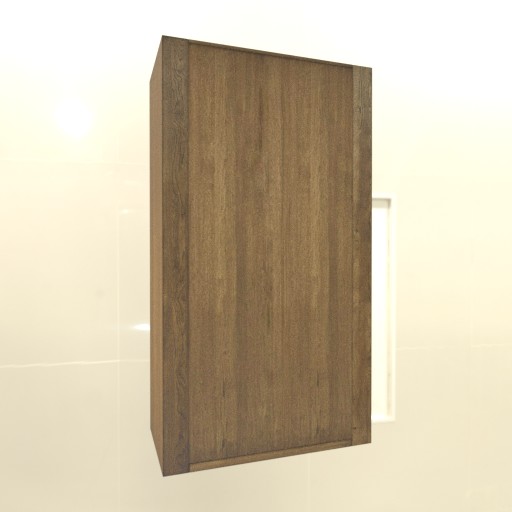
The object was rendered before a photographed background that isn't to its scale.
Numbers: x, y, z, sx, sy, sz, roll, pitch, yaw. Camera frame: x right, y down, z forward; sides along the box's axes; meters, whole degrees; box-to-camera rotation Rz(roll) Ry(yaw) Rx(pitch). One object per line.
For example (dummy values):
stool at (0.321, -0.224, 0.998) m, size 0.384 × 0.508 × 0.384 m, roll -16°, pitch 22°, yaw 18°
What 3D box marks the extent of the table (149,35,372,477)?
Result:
table at (0.000, 0.000, 2.465) m, size 1.100 × 2.000 × 0.600 m, roll 0°, pitch 1°, yaw -19°
